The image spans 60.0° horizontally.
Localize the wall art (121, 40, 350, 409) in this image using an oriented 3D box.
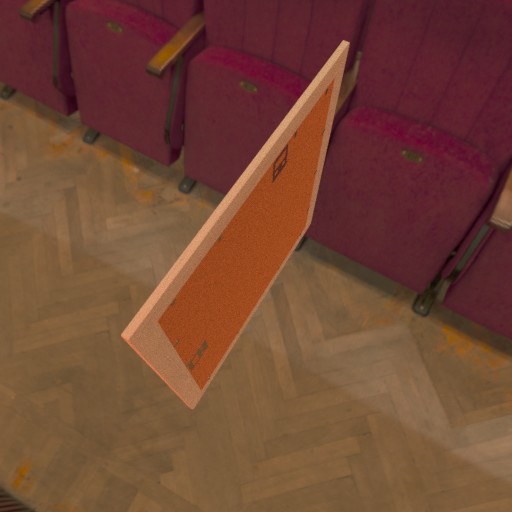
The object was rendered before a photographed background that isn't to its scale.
[{"bbox_3d":[0.000,0.000,0.880,0.013,0.584,0.584,28,67,13],"label":"wall art"}]
